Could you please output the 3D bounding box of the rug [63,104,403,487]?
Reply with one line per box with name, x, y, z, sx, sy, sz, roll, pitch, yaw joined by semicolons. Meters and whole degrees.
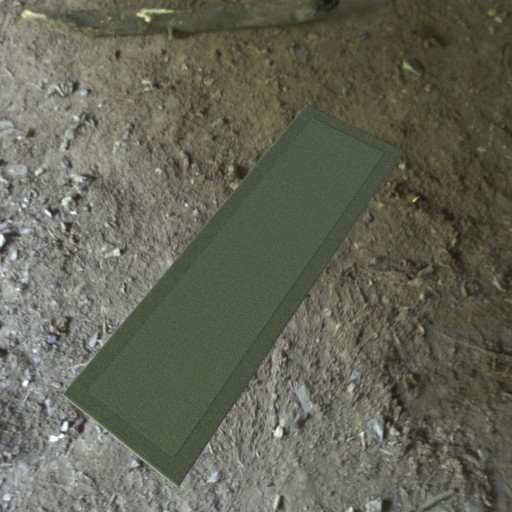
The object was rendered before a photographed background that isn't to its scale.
rug;0.000;0.000;2.626;0.759;0.012;2.430;31;67;15
